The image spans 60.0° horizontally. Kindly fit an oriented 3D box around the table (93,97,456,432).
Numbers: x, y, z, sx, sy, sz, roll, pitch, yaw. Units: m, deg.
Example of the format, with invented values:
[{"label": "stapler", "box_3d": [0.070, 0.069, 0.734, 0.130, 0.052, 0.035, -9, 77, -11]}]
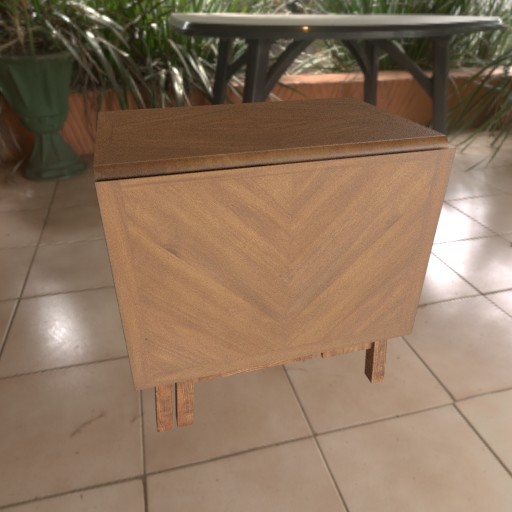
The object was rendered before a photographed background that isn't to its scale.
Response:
[{"label": "table", "box_3d": [0.000, 0.000, 1.653, 0.967, 0.981, 0.701, -8, 31, -14]}]
